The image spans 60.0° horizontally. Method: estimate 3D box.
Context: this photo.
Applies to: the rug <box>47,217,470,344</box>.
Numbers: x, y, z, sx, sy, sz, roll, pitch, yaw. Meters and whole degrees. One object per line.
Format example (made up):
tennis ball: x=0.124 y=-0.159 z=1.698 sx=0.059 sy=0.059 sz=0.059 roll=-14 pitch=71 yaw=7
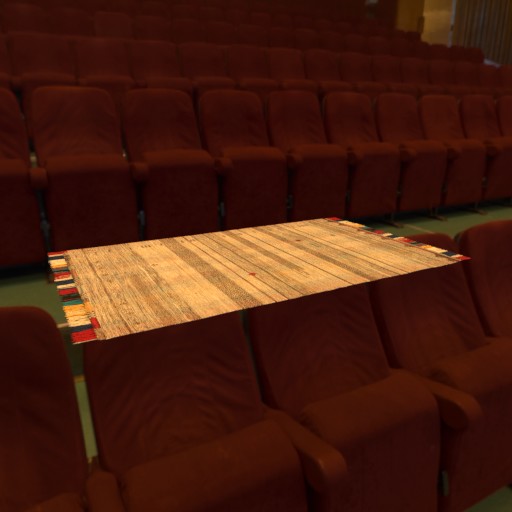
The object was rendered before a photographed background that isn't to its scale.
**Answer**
rug: x=0.000 y=0.000 z=2.953 sx=2.465 sy=0.012 sz=1.465 roll=-9 pitch=19 yaw=-27
